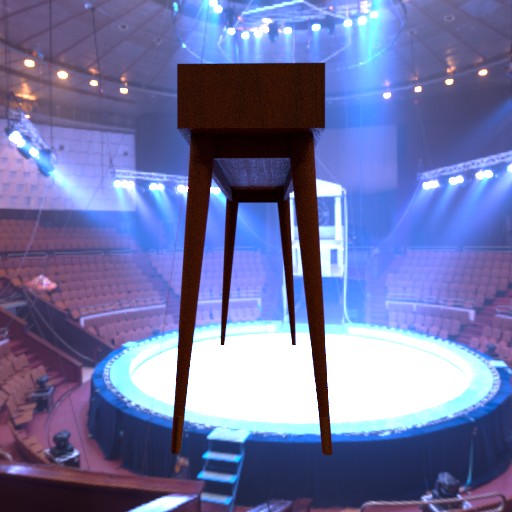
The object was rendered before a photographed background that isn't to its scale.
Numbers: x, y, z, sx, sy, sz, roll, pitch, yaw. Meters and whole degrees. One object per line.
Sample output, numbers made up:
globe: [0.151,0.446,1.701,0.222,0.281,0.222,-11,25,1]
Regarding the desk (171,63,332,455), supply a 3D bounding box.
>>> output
desk: [0.000,0.000,1.636,0.384,0.917,1.204,0,1,1]
